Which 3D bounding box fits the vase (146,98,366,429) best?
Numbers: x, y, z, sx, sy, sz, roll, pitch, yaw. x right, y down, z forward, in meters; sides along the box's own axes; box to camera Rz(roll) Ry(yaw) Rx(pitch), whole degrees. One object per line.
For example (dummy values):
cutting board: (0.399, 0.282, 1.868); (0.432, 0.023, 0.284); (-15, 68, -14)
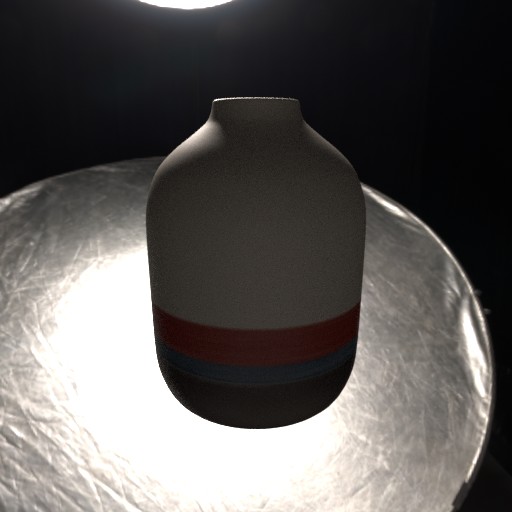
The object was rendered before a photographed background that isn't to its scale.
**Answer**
vase: (0.000, 0.000, 0.357); (0.169, 0.237, 0.169); (0, 16, 0)
